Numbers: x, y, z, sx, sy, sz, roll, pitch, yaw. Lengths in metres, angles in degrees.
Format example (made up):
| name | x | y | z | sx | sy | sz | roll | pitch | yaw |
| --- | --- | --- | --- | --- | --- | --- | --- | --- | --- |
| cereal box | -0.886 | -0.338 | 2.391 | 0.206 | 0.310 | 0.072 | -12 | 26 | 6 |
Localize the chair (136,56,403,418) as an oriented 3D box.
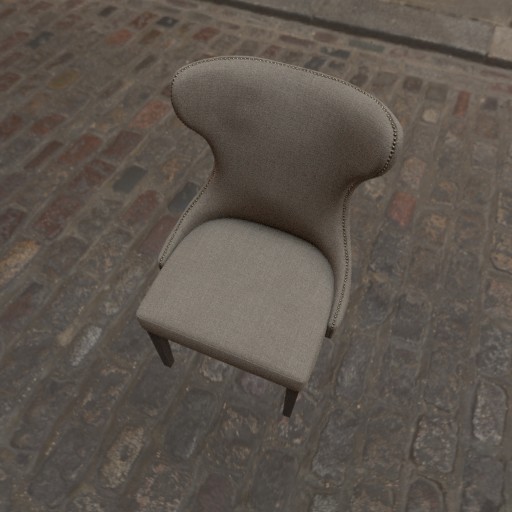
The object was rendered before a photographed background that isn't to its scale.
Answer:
| name | x | y | z | sx | sy | sz | roll | pitch | yaw |
| --- | --- | --- | --- | --- | --- | --- | --- | --- | --- |
| chair | 0.000 | 0.000 | 1.390 | 0.628 | 0.967 | 0.635 | 19 | 59 | 12 |
